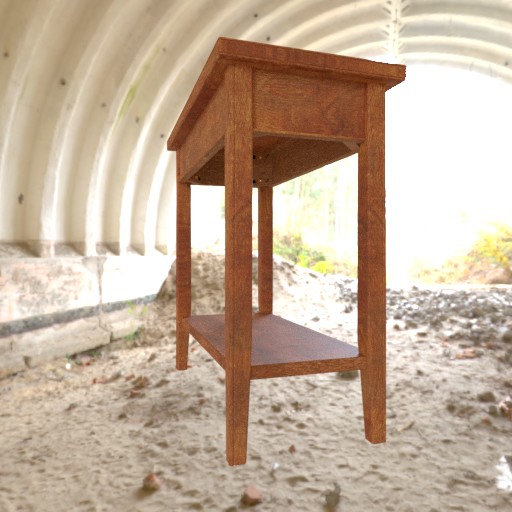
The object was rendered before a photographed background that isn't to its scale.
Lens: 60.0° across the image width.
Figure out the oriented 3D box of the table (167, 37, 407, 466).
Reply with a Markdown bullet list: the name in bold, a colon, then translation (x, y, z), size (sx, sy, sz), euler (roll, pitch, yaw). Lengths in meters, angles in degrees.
- **table**: translation (0.000, 0.000, 0.946), size (0.305, 0.610, 0.610), euler (0, 1, -18)
